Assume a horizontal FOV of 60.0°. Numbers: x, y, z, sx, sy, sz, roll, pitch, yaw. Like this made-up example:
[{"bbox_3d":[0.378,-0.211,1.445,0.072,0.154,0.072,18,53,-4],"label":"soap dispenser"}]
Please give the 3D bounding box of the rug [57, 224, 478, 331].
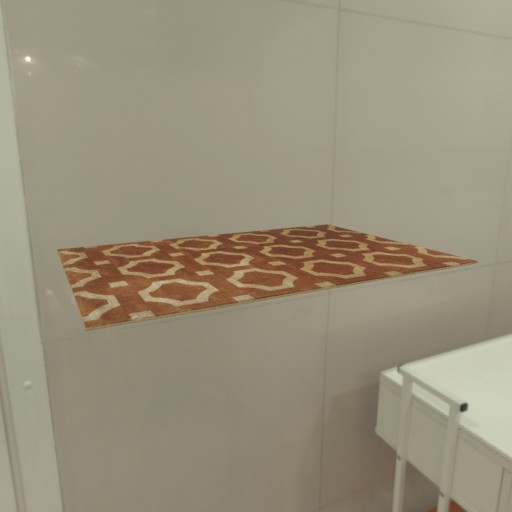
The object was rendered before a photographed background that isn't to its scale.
[{"bbox_3d":[0.000,0.000,2.890,2.286,0.016,1.555,-7,15,-27],"label":"rug"}]
